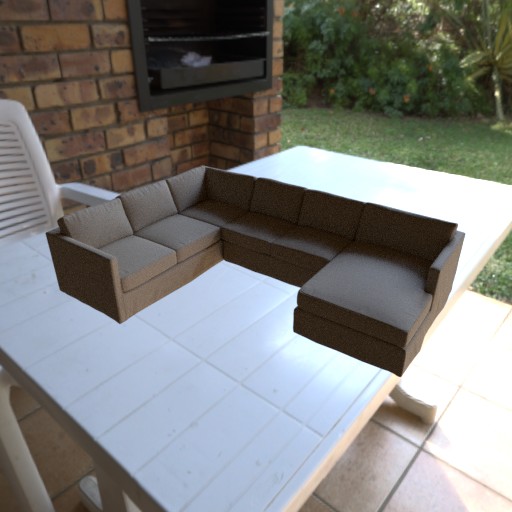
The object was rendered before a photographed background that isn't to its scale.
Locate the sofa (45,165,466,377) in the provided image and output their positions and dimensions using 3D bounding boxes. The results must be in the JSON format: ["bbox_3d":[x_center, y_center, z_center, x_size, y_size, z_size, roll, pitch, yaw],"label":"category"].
[{"bbox_3d":[0.000,0.000,4.512,3.460,0.882,2.427,19,33,31],"label":"sofa"}]
